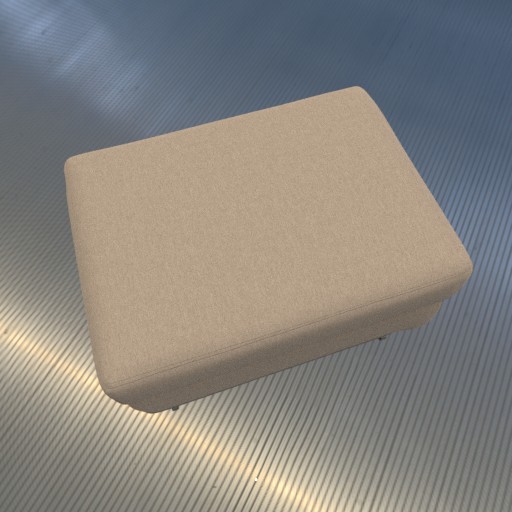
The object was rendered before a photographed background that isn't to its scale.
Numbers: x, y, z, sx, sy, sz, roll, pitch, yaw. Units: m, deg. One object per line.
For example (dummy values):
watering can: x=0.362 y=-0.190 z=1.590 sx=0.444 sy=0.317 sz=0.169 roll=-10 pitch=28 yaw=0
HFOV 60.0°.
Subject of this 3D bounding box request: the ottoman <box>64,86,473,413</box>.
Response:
ottoman: x=0.000 y=0.000 z=1.119 sx=0.773 sy=0.497 sz=0.574 roll=-17 pitch=64 yaw=-8
